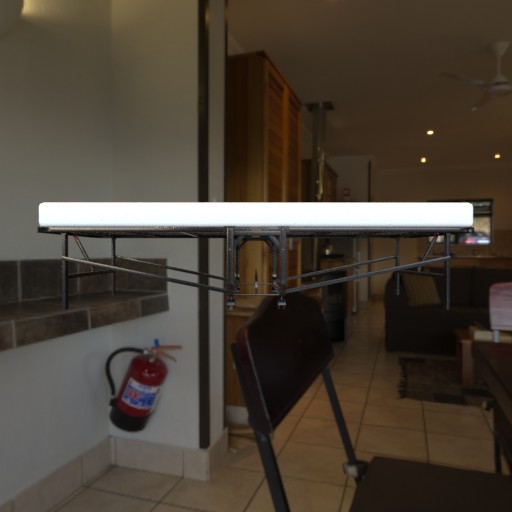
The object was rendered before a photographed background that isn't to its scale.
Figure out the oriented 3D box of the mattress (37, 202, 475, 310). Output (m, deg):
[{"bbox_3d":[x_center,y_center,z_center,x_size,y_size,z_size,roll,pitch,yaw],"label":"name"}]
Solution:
[{"bbox_3d":[0.000,0.000,2.555,2.153,0.519,0.922,0,0,0],"label":"mattress"}]
